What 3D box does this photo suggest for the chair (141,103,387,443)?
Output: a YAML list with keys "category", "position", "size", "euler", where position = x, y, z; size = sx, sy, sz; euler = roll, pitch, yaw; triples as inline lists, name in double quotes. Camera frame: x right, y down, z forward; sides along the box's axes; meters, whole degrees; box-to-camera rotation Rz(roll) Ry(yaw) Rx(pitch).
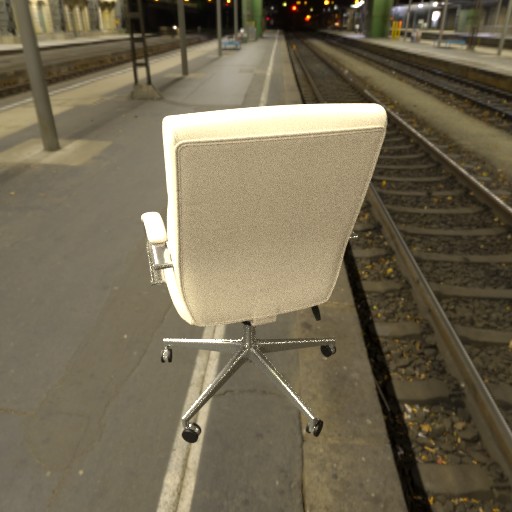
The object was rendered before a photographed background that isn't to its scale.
- category: "chair"
  position: [0.000, 0.000, 1.560]
  size: [0.727, 1.099, 0.745]
  euler: [-9, 29, -16]
